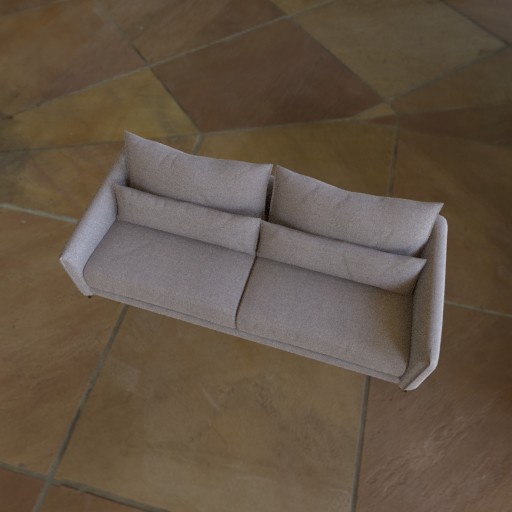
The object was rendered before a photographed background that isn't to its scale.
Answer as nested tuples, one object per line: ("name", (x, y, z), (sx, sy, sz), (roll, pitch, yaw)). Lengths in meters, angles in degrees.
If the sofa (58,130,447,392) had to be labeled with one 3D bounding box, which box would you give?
("sofa", (0.000, 0.000, 2.467), (2.022, 0.833, 0.809), (15, 59, 9))
